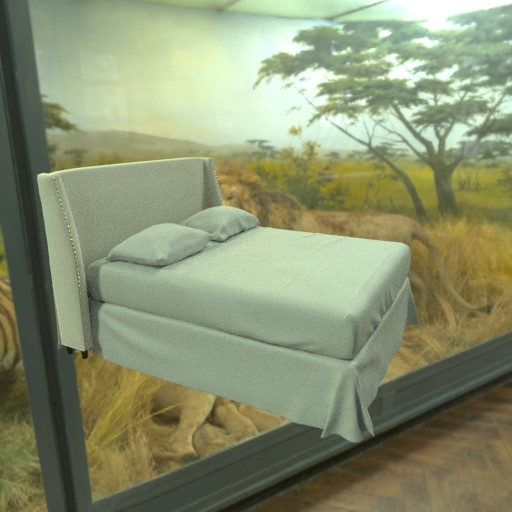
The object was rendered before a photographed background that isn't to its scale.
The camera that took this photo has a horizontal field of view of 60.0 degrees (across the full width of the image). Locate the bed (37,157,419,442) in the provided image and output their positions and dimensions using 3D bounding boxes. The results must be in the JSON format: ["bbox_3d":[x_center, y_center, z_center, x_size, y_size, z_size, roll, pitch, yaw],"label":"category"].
[{"bbox_3d":[0.000,0.000,3.371,2.276,1.332,1.925,8,18,27],"label":"bed"}]
